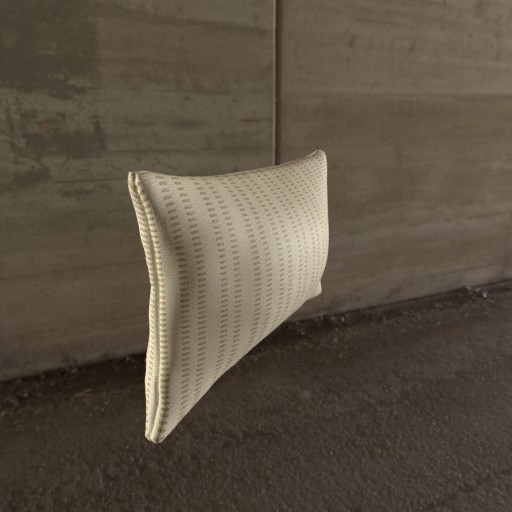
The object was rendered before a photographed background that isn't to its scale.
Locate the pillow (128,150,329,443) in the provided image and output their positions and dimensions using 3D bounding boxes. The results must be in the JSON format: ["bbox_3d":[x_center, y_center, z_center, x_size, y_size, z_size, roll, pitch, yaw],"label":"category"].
[{"bbox_3d":[0.000,0.000,0.805,0.210,0.353,0.640,8,18,26],"label":"pillow"}]
